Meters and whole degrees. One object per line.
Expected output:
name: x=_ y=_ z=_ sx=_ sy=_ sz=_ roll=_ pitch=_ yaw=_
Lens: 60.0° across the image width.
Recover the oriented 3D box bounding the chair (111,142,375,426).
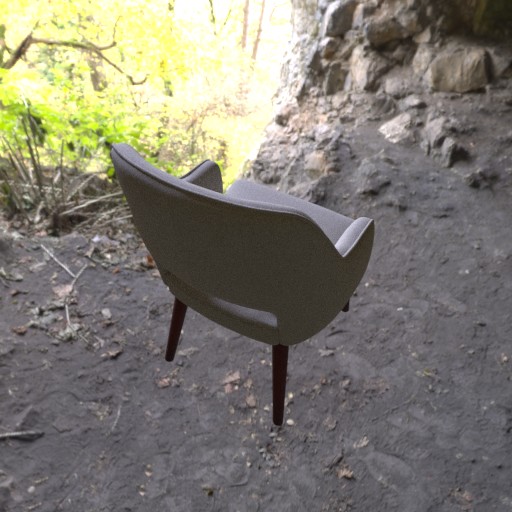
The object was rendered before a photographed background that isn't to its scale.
chair: x=0.000 y=0.000 z=1.235 sx=0.560 sy=0.840 sz=0.580 roll=24 pitch=51 yaw=21
